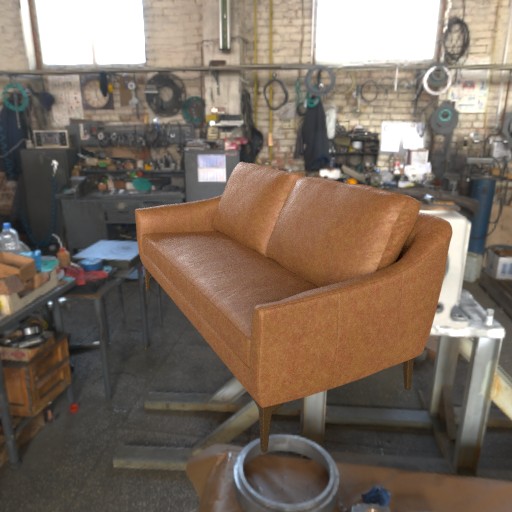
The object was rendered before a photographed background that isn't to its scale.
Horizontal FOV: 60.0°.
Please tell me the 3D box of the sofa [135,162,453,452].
[{"bbox_3d":[0.000,0.000,2.605,0.981,0.945,2.036,-8,19,-25],"label":"sofa"}]
